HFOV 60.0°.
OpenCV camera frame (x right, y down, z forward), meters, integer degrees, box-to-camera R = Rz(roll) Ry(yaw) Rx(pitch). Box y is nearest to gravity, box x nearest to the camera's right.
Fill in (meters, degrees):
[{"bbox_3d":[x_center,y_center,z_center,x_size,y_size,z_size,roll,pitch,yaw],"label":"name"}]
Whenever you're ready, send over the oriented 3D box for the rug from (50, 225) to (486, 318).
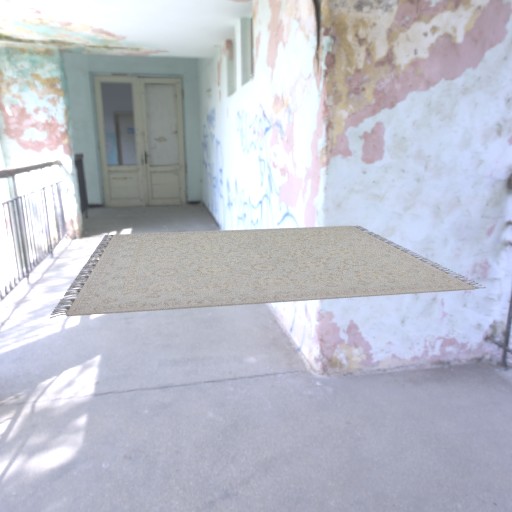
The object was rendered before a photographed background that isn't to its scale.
[{"bbox_3d":[0.000,0.000,4.141,3.043,0.013,2.444,-3,15,-10],"label":"rug"}]
